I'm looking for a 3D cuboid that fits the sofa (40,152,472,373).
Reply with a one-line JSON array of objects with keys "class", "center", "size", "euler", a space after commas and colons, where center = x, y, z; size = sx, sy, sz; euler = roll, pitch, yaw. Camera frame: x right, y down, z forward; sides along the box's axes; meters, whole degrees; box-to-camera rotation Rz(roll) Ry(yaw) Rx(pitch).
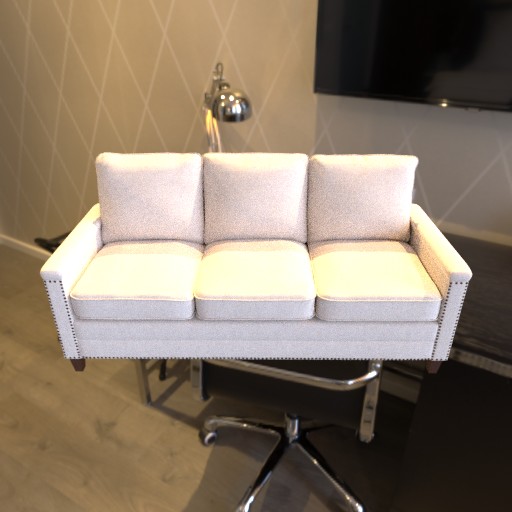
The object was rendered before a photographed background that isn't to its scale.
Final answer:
[{"class": "sofa", "center": [0.000, 0.000, 2.364], "size": [1.925, 0.961, 0.828], "euler": [0, 29, 0]}]
